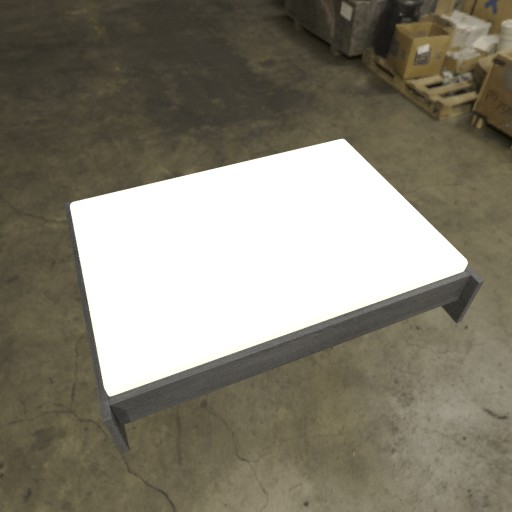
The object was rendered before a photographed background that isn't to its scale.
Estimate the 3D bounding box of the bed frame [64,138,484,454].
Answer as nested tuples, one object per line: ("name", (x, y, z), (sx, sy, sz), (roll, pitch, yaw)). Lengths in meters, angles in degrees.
("bed frame", (0.000, 0.000, 2.623), (1.950, 0.432, 1.490), (-17, 48, -15))
